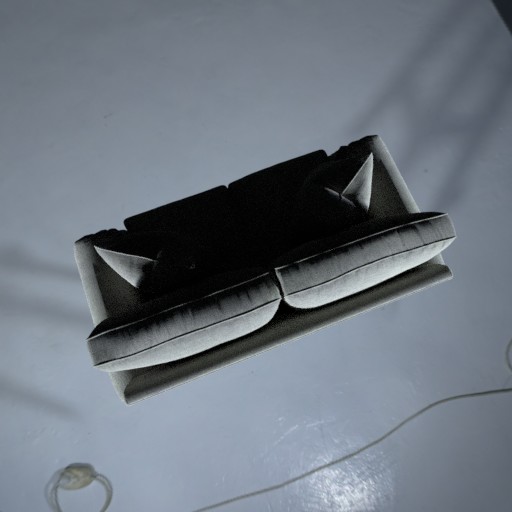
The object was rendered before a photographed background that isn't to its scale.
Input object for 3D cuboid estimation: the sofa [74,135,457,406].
[{"bbox_3d":[0.000,0.000,2.297,1.701,0.966,0.966,-20,76,-5],"label":"sofa"}]
